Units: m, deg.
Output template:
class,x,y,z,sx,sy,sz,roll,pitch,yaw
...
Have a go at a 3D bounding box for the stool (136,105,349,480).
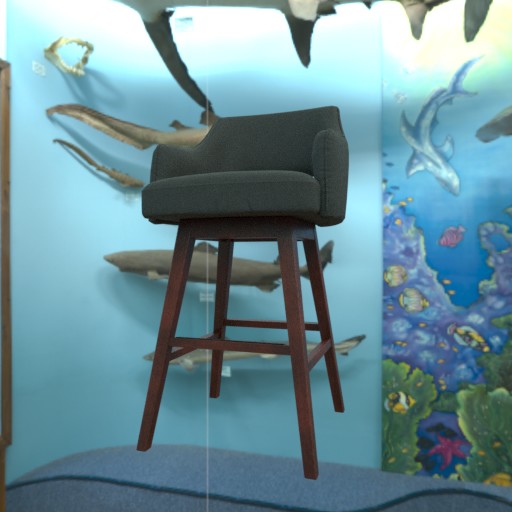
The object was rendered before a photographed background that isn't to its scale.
class,x,y,z,sx,sy,sz,roll,pitch,yaw
stool,0.000,0.000,1.333,0.548,1.012,0.558,0,0,19
